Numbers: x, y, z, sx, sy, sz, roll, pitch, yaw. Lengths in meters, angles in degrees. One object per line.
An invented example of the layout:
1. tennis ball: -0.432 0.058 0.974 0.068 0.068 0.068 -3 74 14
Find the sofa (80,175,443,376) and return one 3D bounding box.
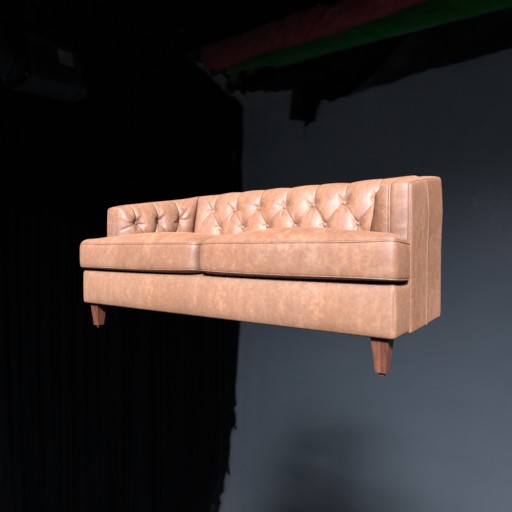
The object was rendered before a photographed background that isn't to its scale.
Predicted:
1. sofa: 0.000 0.000 2.276 1.755 0.786 0.914 1 1 36
